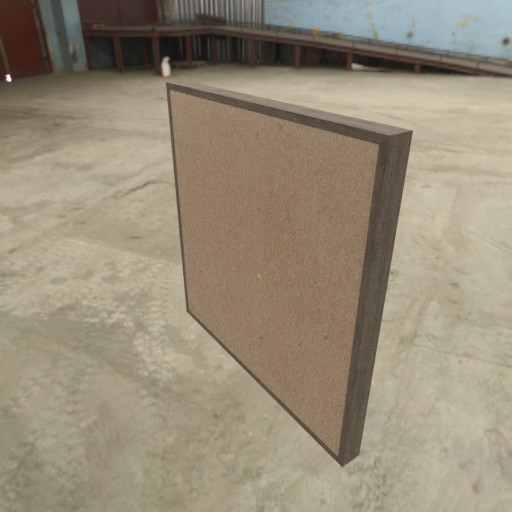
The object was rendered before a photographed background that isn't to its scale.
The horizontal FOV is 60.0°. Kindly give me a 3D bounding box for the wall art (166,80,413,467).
[{"bbox_3d":[0.000,0.000,0.755,0.038,0.508,0.508,-19,34,-31],"label":"wall art"}]
